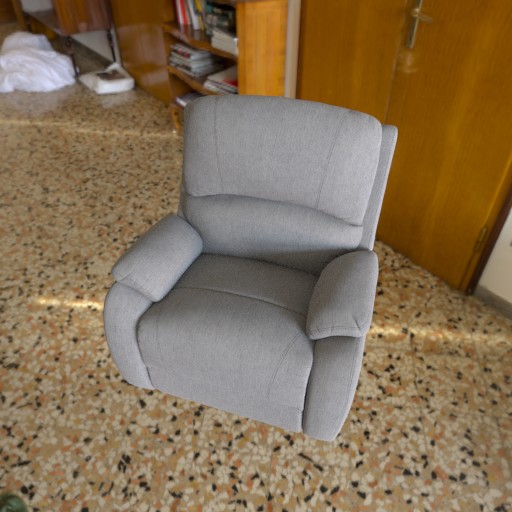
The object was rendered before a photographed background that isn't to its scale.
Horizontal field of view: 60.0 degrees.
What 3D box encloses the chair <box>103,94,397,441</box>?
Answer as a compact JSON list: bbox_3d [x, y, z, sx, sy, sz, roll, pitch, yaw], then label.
[{"bbox_3d":[0.000,0.000,1.726,0.930,1.011,0.899,11,41,13],"label":"chair"}]
